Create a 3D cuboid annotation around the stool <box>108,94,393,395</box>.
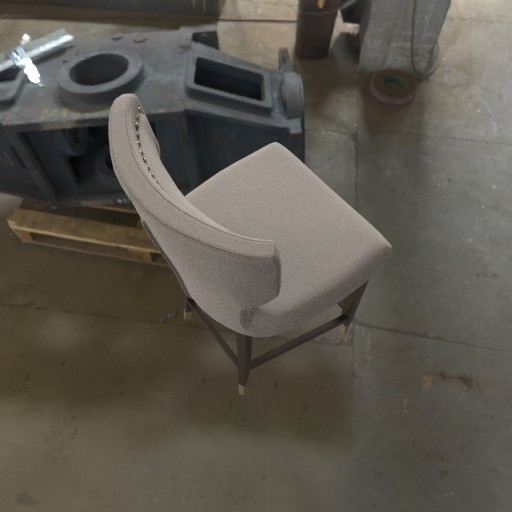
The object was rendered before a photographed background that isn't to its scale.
[{"bbox_3d":[0.000,0.000,1.288,0.563,0.982,0.527,-33,64,-19],"label":"stool"}]
